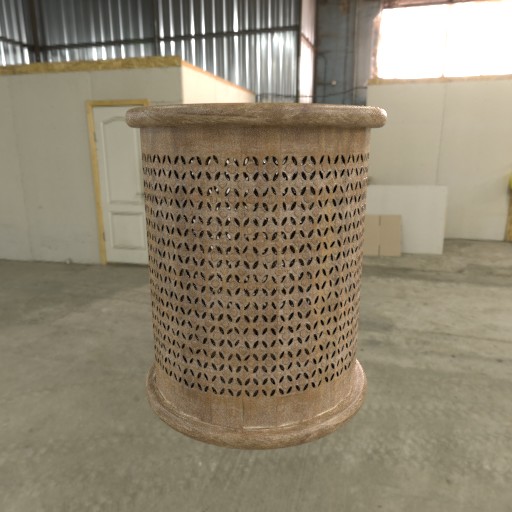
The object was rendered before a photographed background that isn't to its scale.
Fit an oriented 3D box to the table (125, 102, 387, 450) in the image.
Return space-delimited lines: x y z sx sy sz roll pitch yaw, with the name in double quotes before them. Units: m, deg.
"table" 0.000 0.000 0.777 0.407 0.482 0.407 0 15 0
